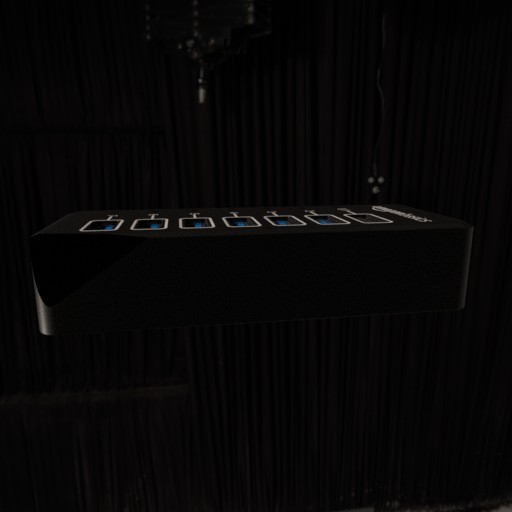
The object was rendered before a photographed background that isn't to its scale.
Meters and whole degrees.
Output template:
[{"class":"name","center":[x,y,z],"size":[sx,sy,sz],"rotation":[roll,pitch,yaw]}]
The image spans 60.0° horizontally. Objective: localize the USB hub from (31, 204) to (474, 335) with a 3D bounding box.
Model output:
[{"class":"USB hub","center":[0.000,0.000,0.128],"size":[0.110,0.023,0.044],"rotation":[-2,14,-9]}]
